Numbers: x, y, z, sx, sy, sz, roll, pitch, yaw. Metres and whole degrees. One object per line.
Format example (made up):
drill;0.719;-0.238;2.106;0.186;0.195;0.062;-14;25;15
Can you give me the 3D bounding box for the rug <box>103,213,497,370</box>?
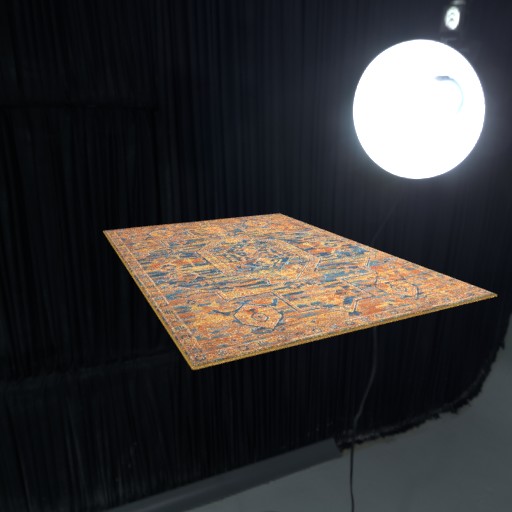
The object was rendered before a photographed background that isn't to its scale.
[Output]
rug;0.000;0.000;3.673;2.043;0.019;2.916;-8;19;-25
